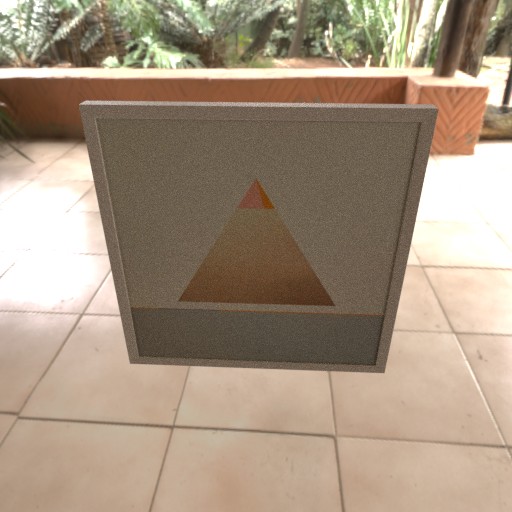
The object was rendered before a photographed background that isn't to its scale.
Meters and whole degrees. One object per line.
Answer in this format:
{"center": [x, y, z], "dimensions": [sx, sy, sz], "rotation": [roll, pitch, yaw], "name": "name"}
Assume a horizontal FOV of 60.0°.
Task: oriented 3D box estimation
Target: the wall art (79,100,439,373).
{"center": [0.000, 0.000, 1.157], "dimensions": [0.768, 0.765, 0.041], "rotation": [1, 31, 3], "name": "wall art"}
